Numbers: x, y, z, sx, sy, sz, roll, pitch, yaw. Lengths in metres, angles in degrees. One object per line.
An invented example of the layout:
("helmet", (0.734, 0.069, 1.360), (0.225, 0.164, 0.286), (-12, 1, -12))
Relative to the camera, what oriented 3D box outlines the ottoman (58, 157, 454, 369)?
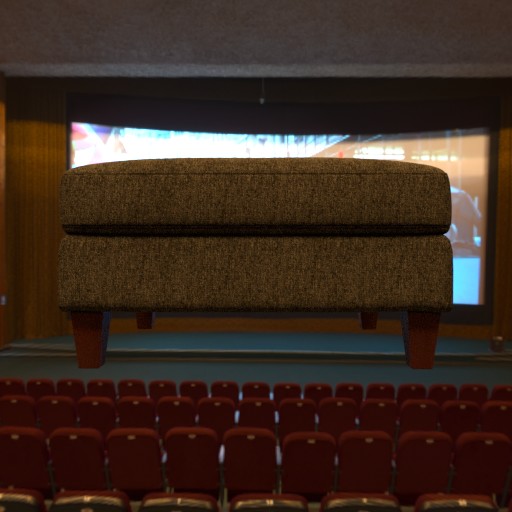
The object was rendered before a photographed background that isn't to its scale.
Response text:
("ottoman", (0.000, 0.000, 1.213), (0.864, 0.483, 0.584), (0, 1, 0))
